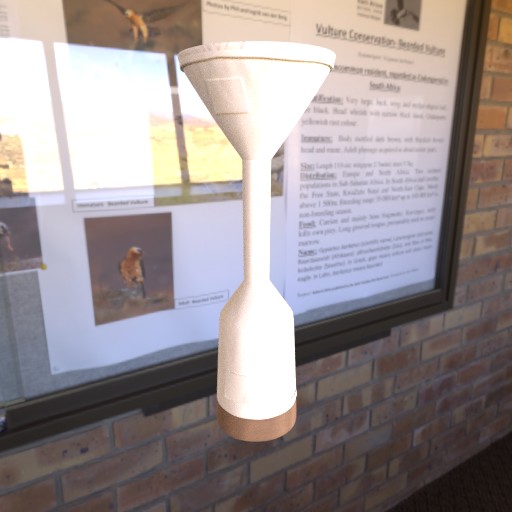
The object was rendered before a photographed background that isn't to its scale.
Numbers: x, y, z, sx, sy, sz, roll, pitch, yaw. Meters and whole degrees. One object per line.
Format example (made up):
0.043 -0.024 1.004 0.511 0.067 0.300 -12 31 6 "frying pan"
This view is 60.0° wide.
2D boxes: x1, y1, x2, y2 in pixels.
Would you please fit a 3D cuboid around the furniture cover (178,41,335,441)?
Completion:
0.000 0.000 2.901 0.914 2.413 0.914 7 17 25 "furniture cover"
